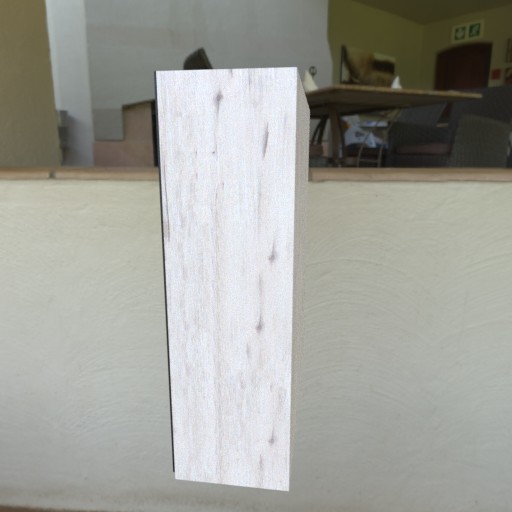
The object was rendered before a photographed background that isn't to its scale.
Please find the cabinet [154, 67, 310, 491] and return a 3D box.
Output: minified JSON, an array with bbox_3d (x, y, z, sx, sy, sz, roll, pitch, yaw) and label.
[{"bbox_3d":[0.000,0.000,3.206,0.660,2.180,2.000,2,13,8],"label":"cabinet"}]
